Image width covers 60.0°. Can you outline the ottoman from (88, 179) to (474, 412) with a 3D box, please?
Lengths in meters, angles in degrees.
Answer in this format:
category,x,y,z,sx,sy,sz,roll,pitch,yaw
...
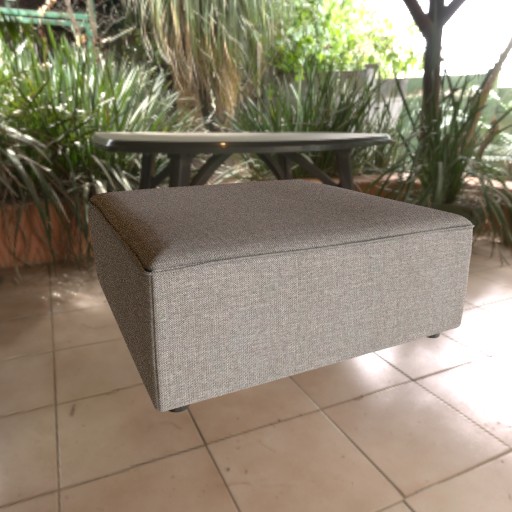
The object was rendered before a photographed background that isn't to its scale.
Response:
category,x,y,z,sx,sy,sz,roll,pitch,yaw
ottoman,0.000,0.000,1.601,1.023,0.423,1.017,-8,19,-24
